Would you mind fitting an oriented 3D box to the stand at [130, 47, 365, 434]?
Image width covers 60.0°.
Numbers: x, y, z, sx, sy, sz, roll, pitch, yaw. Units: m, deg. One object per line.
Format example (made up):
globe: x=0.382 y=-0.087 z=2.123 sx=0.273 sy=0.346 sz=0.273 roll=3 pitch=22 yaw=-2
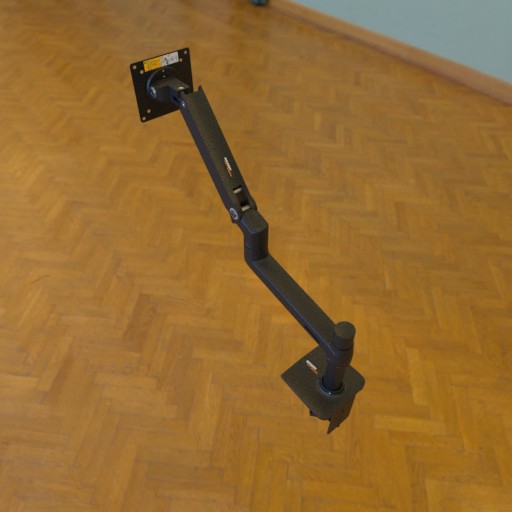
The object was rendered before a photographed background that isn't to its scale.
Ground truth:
stand: x=0.000 y=0.000 z=1.026 sx=0.152 sy=0.713 sz=0.650 roll=-31 pitch=53 yaw=-26
